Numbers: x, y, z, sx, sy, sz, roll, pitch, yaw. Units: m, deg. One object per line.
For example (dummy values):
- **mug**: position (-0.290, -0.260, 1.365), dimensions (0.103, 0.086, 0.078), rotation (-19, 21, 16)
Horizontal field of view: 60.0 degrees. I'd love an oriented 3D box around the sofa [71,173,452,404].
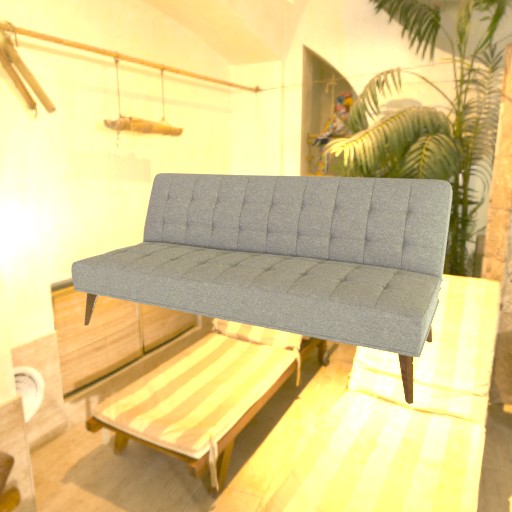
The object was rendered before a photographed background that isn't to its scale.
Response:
- **sofa**: position (0.000, 0.000, 2.326), dimensions (1.800, 0.810, 0.860), rotation (7, 15, 27)
